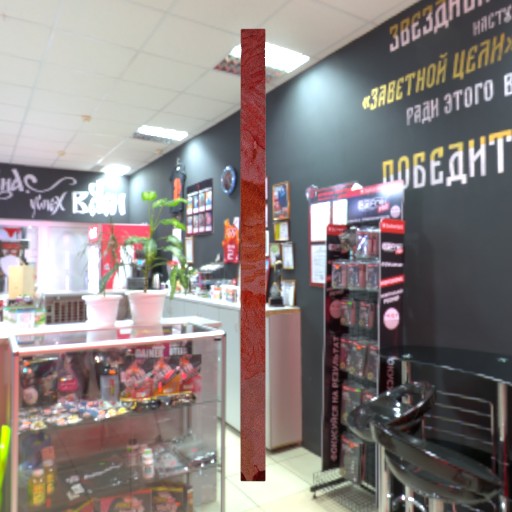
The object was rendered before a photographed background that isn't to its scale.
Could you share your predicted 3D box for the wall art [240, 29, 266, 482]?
[{"bbox_3d":[0.000,0.000,0.699,0.028,0.508,0.406,0,-1,1],"label":"wall art"}]
